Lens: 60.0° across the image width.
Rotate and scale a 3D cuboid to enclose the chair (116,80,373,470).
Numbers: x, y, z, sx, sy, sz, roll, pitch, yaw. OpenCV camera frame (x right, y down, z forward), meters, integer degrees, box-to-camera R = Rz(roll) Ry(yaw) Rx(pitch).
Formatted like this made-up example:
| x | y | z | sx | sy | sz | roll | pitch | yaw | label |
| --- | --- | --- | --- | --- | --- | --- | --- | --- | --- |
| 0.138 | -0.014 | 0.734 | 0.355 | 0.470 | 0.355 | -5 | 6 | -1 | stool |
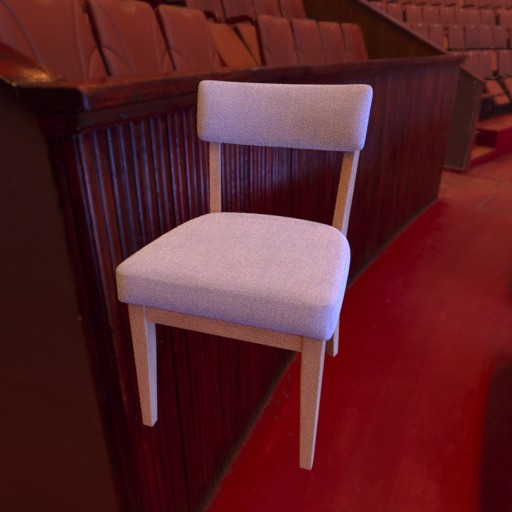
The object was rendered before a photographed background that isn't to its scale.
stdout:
| x | y | z | sx | sy | sz | roll | pitch | yaw | label |
| --- | --- | --- | --- | --- | --- | --- | --- | --- | --- |
| 0.000 | 0.000 | 1.182 | 0.508 | 0.832 | 0.572 | 8 | 27 | 16 | chair |
